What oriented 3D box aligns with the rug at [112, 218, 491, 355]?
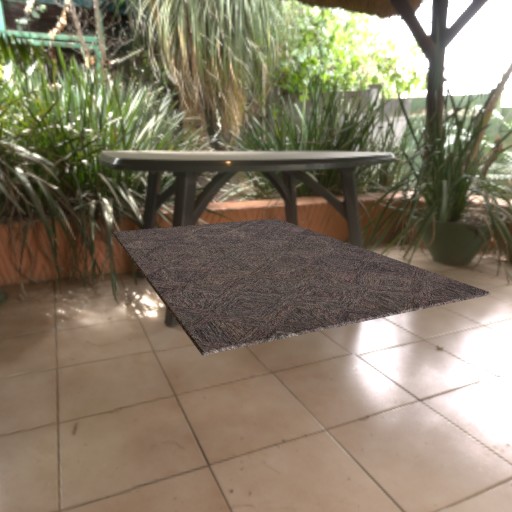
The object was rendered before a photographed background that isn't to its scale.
[{"bbox_3d":[0.000,0.000,2.898,1.501,0.017,2.298,-7,16,-24],"label":"rug"}]
